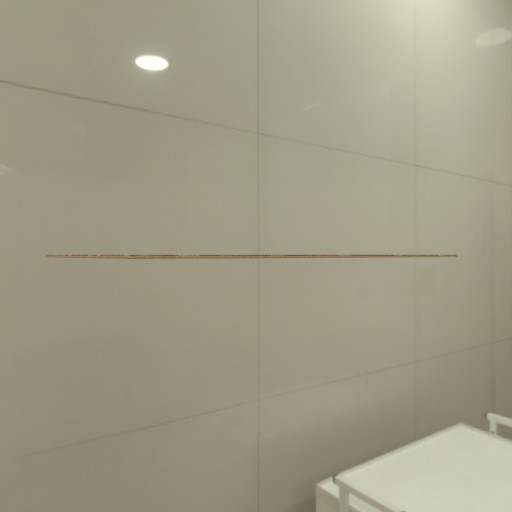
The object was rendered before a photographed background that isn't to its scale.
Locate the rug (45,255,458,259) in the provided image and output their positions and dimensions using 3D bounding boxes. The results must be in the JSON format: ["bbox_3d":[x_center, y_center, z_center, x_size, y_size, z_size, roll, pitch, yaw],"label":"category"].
[{"bbox_3d":[0.000,0.000,2.963,2.286,0.016,1.555,0,0,-37],"label":"rug"}]
